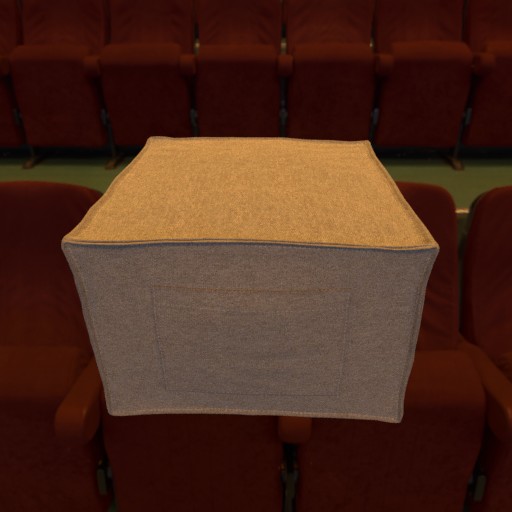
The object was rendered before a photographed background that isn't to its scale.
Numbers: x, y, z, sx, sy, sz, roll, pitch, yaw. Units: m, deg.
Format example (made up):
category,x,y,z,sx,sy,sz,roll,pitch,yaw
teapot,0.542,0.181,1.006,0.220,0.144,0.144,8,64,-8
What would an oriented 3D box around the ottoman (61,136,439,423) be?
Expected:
category,x,y,z,sx,sy,sz,roll,pitch,yaw
ottoman,0.000,0.000,1.167,0.707,0.470,0.696,1,30,1
